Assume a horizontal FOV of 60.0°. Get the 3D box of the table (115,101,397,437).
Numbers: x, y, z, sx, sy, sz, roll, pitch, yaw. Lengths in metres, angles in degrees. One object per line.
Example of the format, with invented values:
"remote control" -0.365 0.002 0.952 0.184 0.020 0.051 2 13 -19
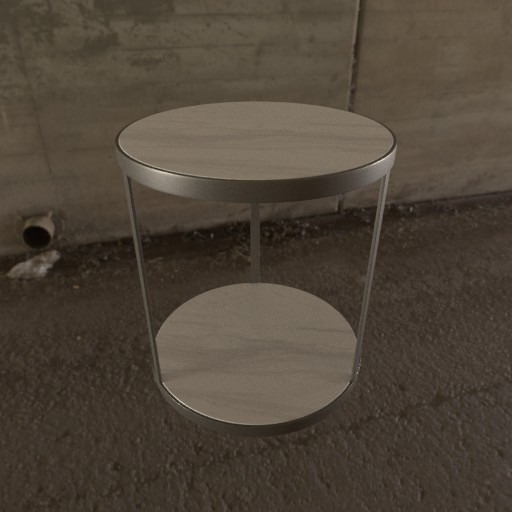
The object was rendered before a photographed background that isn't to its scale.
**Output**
"table" 0.000 0.000 0.847 0.445 0.479 0.445 0 31 0
